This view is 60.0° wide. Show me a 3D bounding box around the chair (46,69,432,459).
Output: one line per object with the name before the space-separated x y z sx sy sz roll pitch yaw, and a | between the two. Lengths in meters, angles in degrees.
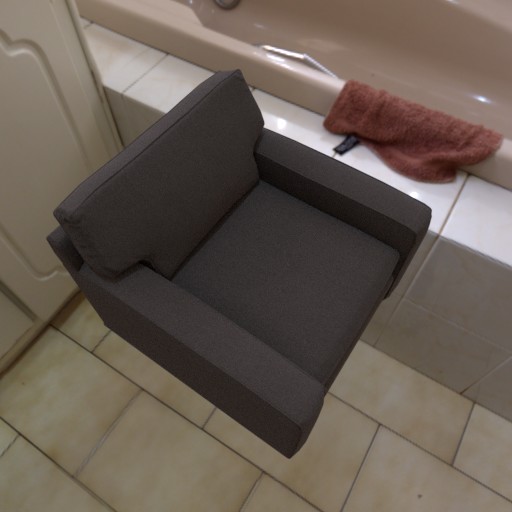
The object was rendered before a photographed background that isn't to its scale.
chair | 0.000 0.000 1.777 1.043 0.913 0.997 30 62 18
